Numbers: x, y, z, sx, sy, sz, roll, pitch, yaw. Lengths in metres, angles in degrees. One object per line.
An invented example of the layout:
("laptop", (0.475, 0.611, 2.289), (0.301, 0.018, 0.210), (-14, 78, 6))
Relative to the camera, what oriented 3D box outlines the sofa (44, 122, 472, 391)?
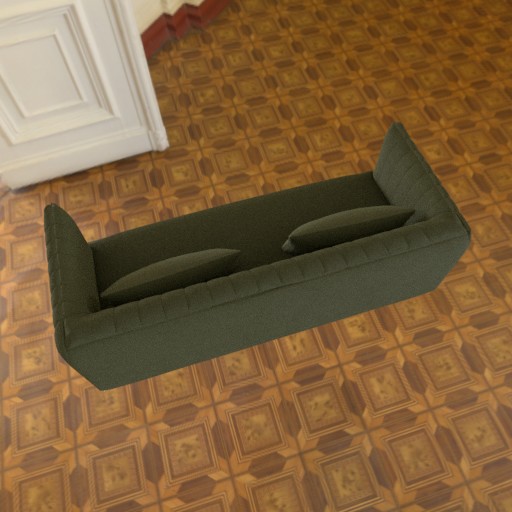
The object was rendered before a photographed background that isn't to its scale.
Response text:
("sofa", (0.000, 0.000, 2.581), (2.137, 0.793, 0.896), (-15, 61, -9))
